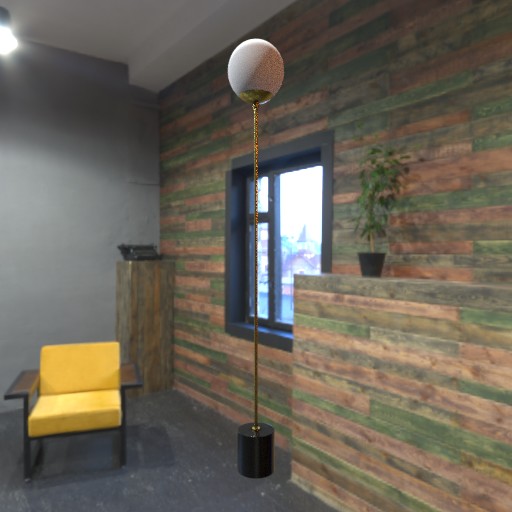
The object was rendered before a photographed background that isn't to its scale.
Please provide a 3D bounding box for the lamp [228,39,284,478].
[{"bbox_3d":[0.000,0.000,1.812,0.229,1.748,0.229,0,0,-35],"label":"lamp"}]
